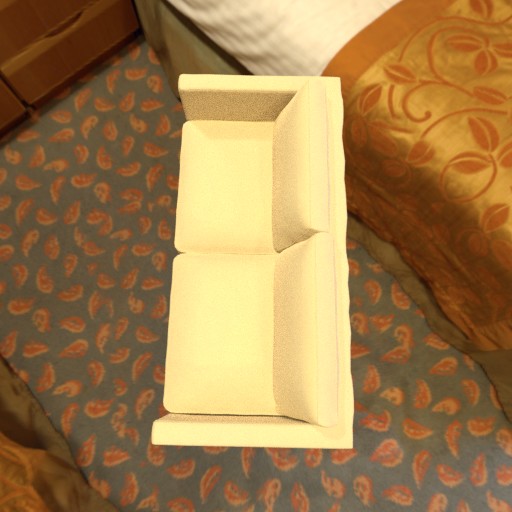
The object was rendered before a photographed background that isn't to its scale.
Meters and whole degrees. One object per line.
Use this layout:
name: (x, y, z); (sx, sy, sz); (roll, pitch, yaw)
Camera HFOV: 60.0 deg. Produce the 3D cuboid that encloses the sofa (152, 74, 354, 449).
sofa: (0.000, 0.000, 2.537); (0.940, 0.870, 1.987); (1, 75, 0)
